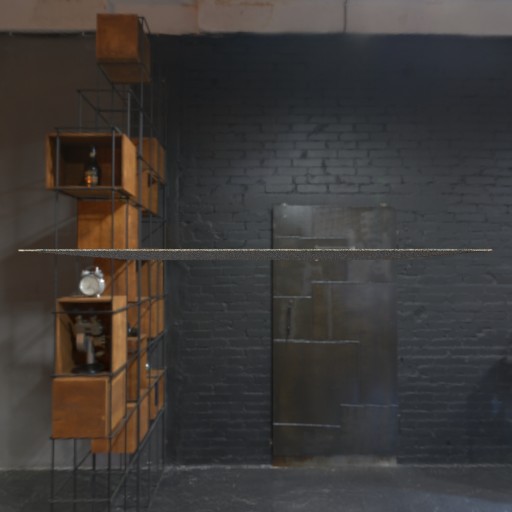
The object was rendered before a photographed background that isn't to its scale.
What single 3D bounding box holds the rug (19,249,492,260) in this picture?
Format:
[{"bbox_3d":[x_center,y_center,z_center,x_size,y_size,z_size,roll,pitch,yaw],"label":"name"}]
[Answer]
[{"bbox_3d":[0.000,0.000,2.236,1.730,0.009,1.278,0,-2,1],"label":"rug"}]
